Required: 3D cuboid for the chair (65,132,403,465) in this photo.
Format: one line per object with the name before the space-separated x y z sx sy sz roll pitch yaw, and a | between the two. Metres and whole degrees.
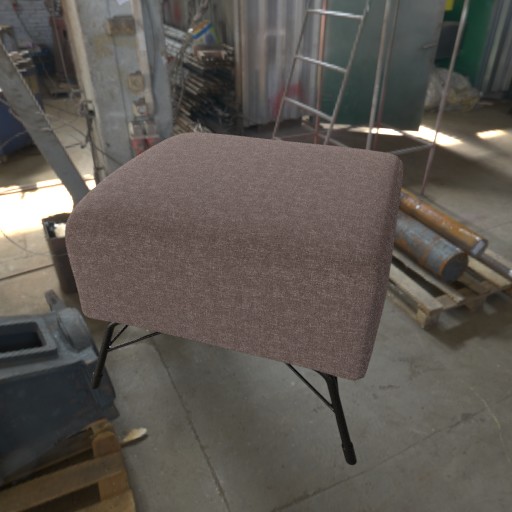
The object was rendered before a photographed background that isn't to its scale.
chair | 0.000 0.000 0.915 0.530 0.410 0.530 10 34 15
